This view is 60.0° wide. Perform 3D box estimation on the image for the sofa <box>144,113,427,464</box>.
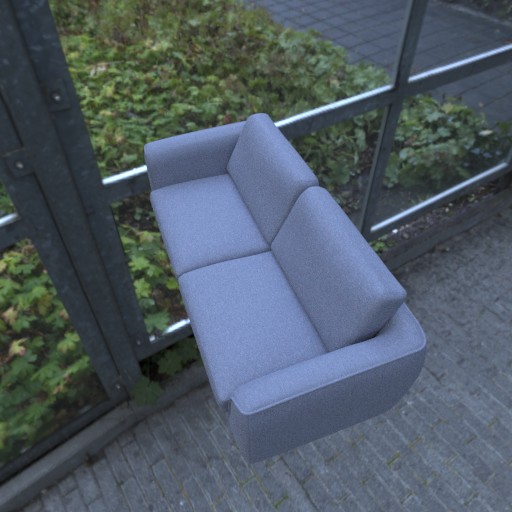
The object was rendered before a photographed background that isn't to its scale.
[{"bbox_3d":[0.000,0.000,2.543,0.920,0.870,2.000,-15,48,-14],"label":"sofa"}]
